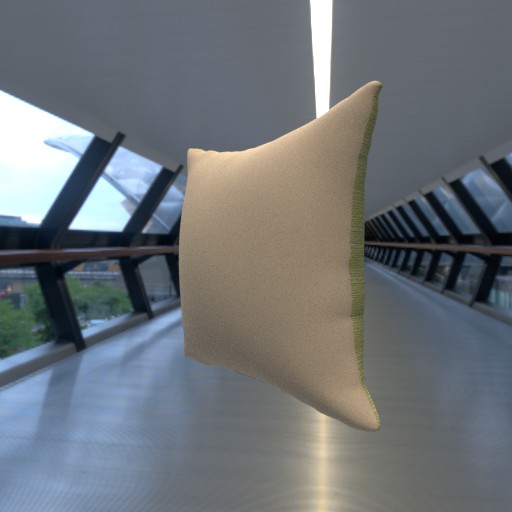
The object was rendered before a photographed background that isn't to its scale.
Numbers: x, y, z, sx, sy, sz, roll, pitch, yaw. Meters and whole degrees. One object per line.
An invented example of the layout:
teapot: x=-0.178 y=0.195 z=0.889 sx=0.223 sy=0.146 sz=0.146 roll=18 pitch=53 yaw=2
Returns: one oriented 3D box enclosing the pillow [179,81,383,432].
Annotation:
pillow: x=0.000 y=0.000 z=0.820 sx=0.229 sy=0.487 sz=0.560 roll=-1 pitch=1 yaw=-37
